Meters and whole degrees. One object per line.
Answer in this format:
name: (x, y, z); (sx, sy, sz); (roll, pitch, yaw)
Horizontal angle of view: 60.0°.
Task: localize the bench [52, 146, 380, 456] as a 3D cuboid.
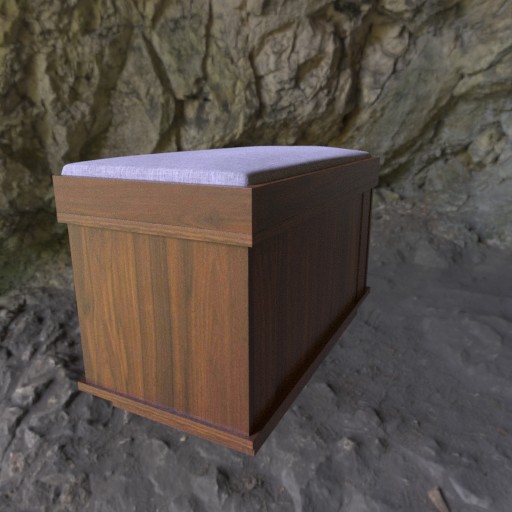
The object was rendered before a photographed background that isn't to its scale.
bench: (0.000, 0.000, 0.986); (0.362, 0.461, 0.734); (8, 18, 26)
